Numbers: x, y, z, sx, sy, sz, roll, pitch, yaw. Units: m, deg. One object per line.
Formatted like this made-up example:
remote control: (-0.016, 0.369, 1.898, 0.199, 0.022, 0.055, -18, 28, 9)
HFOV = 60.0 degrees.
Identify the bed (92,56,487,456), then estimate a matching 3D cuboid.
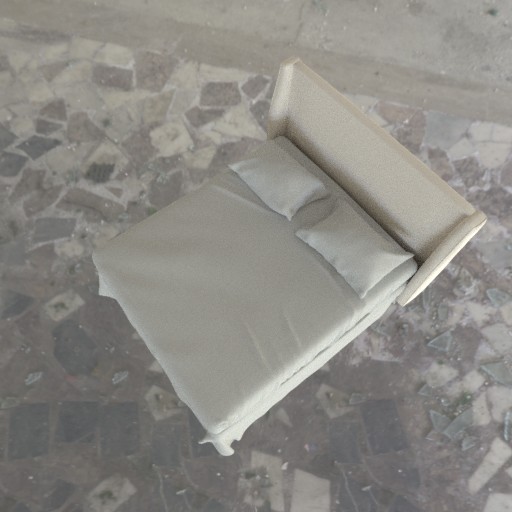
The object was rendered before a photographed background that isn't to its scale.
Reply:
bed: (0.000, 0.000, 3.398, 2.276, 1.332, 1.925, -35, 69, -16)
